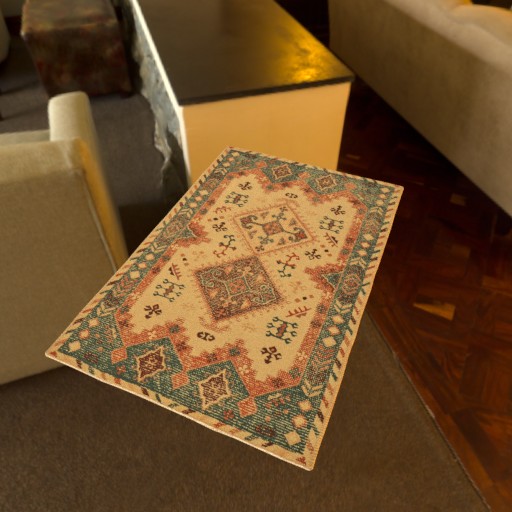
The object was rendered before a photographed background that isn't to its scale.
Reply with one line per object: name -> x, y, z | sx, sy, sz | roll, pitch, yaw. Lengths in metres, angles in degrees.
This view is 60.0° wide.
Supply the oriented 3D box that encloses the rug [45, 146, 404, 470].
rug -> 0.000, 0.000, 2.344 | 1.225, 0.015, 1.840 | 17, 48, 16
